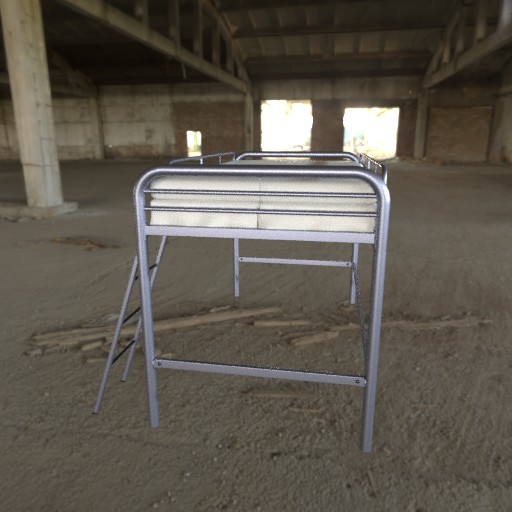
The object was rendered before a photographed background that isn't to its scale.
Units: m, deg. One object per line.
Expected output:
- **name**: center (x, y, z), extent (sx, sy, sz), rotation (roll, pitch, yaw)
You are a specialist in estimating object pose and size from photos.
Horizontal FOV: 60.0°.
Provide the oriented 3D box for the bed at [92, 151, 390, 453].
- **bed**: center (0.000, 0.000, 2.910), extent (1.415, 1.288, 1.965), rotation (3, 15, 10)
